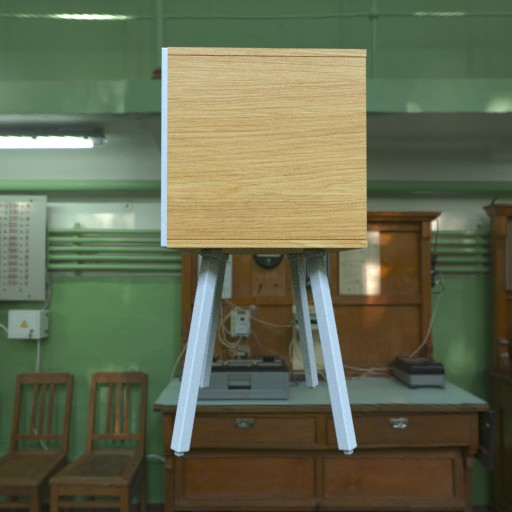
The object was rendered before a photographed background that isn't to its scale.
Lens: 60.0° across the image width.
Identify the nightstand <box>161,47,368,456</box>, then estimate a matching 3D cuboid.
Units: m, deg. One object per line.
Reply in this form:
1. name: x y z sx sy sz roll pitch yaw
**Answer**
1. nightstand: 0.000 0.000 0.843 0.316 0.601 0.400 0 -1 -1
